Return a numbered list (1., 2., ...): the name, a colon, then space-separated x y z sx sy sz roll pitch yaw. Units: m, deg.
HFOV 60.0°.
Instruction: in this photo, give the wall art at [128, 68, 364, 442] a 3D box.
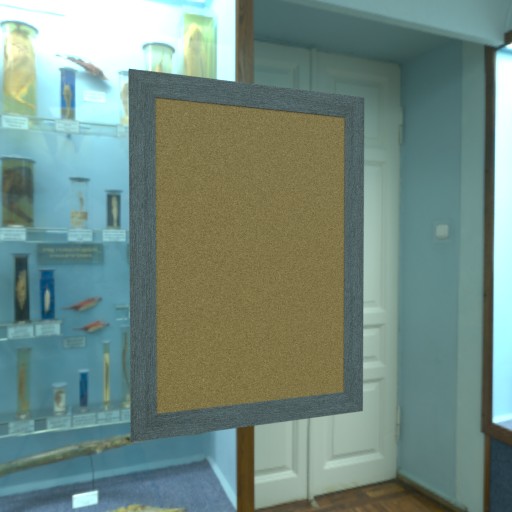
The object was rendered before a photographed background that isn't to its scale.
1. wall art: 0.000 0.000 1.399 0.768 1.070 0.020 0 1 -18
